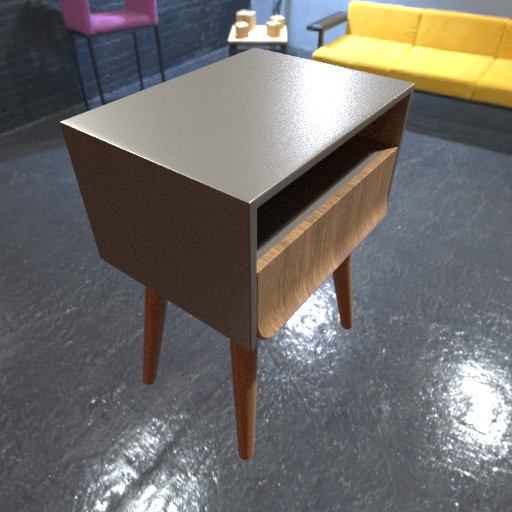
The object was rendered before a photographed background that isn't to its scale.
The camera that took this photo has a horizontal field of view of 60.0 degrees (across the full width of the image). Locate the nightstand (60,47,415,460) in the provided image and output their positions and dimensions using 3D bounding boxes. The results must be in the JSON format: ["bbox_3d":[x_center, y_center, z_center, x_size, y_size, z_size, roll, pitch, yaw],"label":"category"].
[{"bbox_3d":[0.000,0.000,0.720,0.288,0.508,0.370,26,47,27],"label":"nightstand"}]
